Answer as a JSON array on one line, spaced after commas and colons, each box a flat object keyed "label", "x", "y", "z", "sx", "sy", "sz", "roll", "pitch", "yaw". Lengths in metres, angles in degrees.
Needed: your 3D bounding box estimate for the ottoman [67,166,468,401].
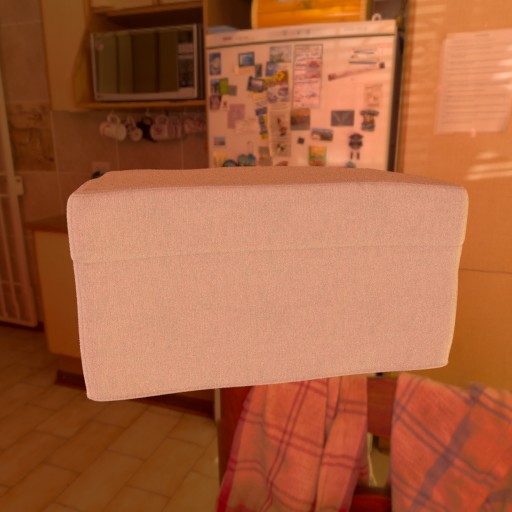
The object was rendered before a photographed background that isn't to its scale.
[{"label": "ottoman", "x": 0.000, "y": 0.000, "z": 1.228, "sx": 0.833, "sy": 0.461, "sz": 0.648, "roll": -3, "pitch": 15, "yaw": -10}]
